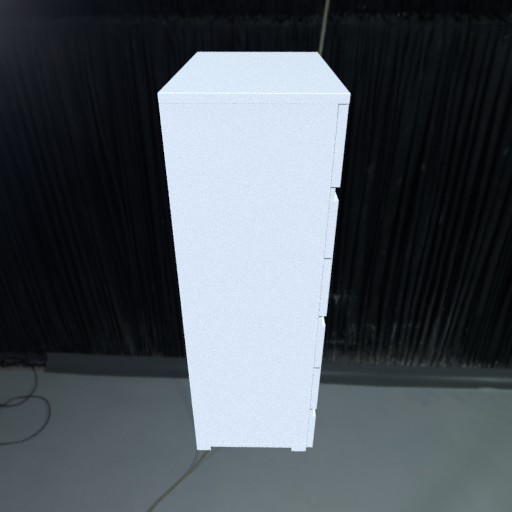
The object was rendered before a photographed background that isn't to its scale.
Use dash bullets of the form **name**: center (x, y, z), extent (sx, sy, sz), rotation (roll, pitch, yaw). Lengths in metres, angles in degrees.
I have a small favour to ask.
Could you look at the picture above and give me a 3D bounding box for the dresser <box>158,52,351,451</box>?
- **dresser**: center (0.000, 0.000, 1.506), extent (0.400, 1.190, 0.650), rotation (0, 32, 1)
